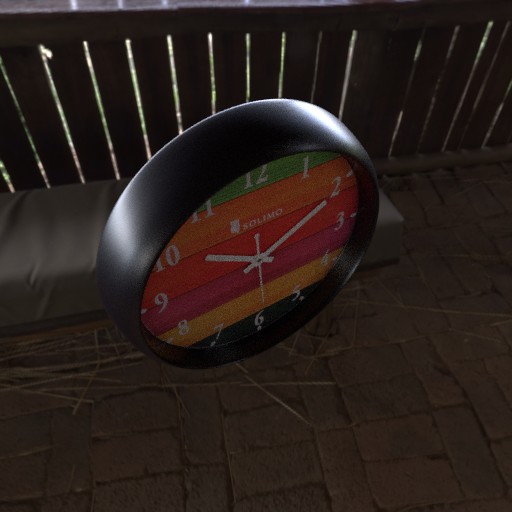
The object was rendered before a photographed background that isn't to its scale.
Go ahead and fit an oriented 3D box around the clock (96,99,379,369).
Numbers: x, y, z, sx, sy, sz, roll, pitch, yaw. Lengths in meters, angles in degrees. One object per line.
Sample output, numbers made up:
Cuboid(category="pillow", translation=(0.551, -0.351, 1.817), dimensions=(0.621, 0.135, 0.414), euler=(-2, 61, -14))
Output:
Cuboid(category="clock", translation=(0.000, 0.000, 0.443), dimensions=(0.300, 0.300, 0.060), euler=(-24, 51, -21))
